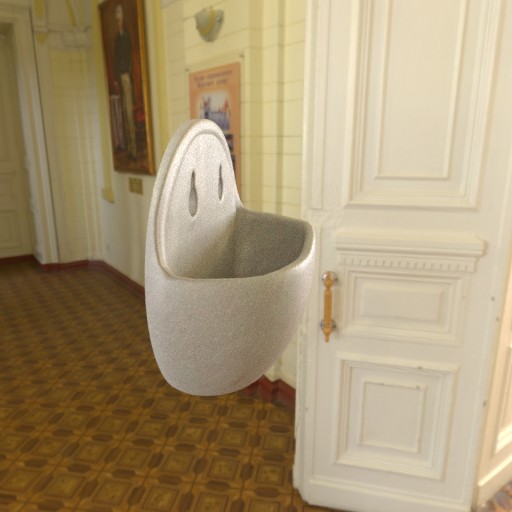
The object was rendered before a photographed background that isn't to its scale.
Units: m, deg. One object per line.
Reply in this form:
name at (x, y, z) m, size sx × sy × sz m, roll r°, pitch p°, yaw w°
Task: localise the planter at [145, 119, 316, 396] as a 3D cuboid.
planter at (0.000, 0.000, 0.276) m, size 0.073 × 0.164 × 0.190 m, roll 2°, pitch 15°, yaw 9°
